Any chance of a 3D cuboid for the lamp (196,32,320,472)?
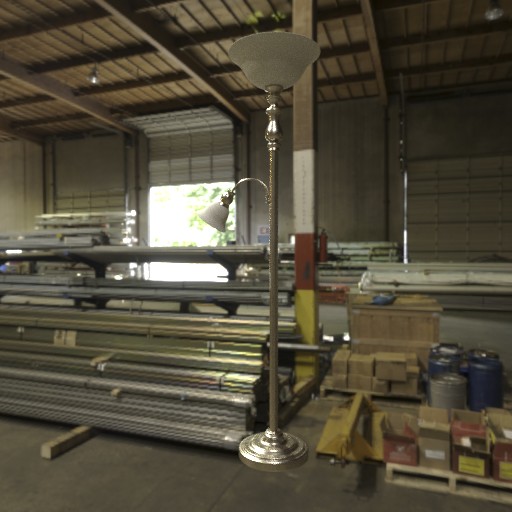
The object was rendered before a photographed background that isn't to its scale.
[{"bbox_3d":[0.000,0.000,2.003,0.575,1.785,0.405,0,1,19],"label":"lamp"}]
